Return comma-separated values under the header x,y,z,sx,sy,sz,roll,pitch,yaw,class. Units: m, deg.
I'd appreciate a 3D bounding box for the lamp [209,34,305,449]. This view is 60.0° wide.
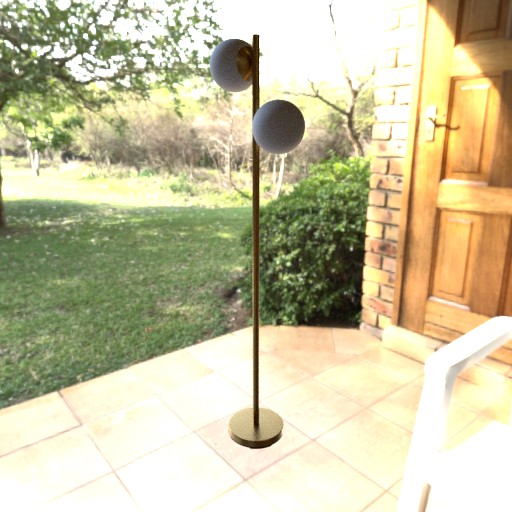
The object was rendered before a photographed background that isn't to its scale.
x,y,z,sx,sy,sz,roll,pitch,yaw,class
0.000,0.000,1.794,0.419,1.641,0.249,14,21,43,lamp
